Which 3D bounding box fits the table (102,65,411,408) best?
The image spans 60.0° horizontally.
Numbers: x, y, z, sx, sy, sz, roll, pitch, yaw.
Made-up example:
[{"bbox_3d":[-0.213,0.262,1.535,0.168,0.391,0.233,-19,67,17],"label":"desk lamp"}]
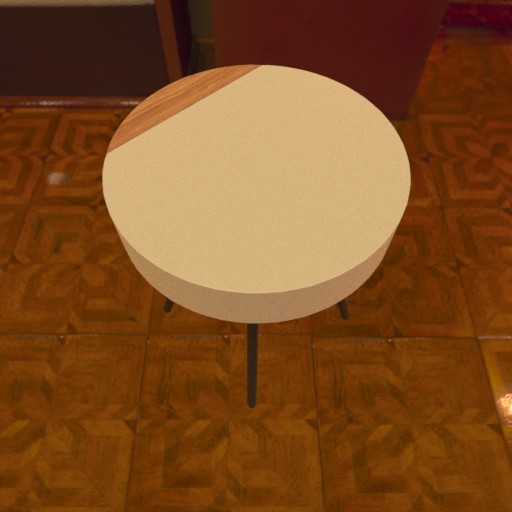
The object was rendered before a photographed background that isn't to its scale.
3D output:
[{"bbox_3d":[0.000,0.000,0.854,0.450,0.525,0.450,0,58,0],"label":"table"}]
